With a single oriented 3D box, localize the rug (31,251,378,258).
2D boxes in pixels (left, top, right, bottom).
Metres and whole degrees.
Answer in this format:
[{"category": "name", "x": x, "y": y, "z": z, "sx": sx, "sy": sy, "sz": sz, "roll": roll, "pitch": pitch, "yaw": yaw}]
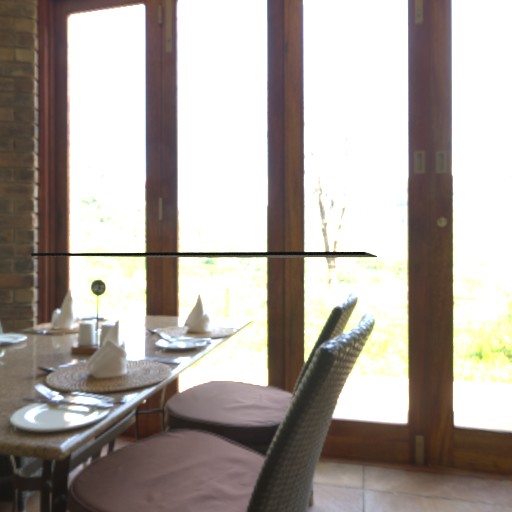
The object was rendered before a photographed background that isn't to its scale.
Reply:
[{"category": "rug", "x": 0.000, "y": 0.000, "z": 2.933, "sx": 1.526, "sy": 0.014, "sz": 2.290, "roll": 0, "pitch": 0, "yaw": 16}]
